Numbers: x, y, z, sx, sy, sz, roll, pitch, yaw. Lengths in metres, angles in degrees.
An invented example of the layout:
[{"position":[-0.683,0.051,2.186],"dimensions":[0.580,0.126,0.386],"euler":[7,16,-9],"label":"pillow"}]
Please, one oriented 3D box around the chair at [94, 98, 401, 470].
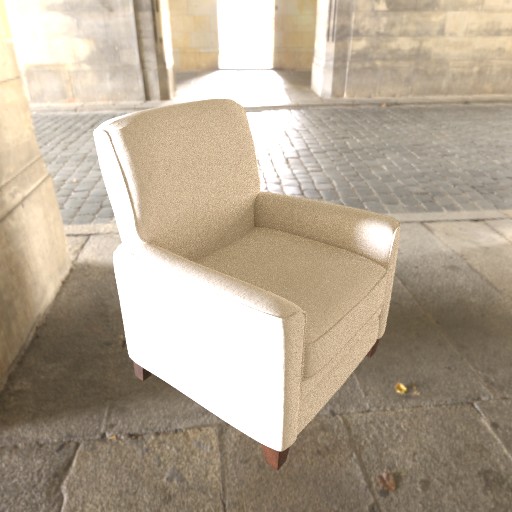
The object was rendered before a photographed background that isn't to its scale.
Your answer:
[{"position":[0.000,0.000,1.664],"dimensions":[0.858,1.028,0.841],"euler":[20,34,33],"label":"chair"}]
